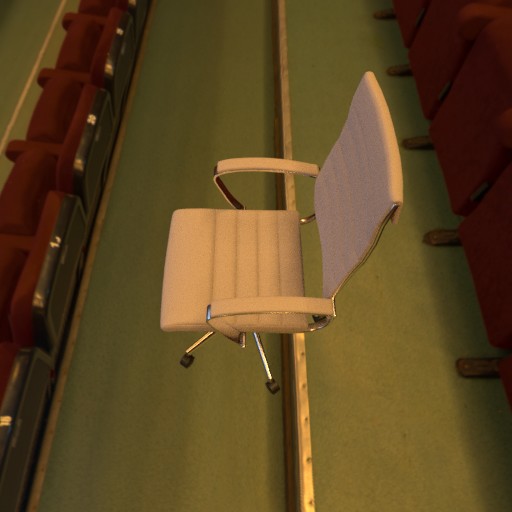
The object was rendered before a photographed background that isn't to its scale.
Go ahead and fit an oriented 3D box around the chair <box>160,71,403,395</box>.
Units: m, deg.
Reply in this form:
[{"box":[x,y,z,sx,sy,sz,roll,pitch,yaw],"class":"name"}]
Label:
[{"box":[0.000,0.000,1.537,0.667,1.149,0.679,0,59,0],"class":"chair"}]
